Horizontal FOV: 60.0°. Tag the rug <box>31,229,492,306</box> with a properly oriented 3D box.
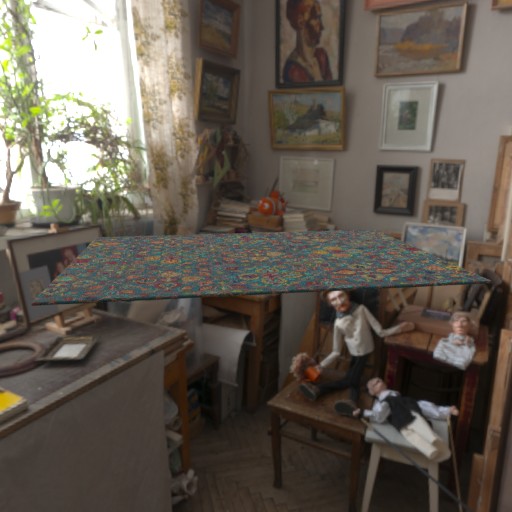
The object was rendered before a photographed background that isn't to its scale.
[{"bbox_3d":[0.000,0.000,2.320,1.836,0.014,1.216,-2,14,-8],"label":"rug"}]
